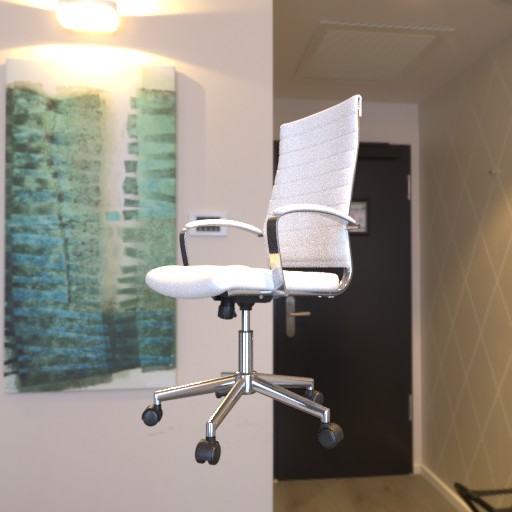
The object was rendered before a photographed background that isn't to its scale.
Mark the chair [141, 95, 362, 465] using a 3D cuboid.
[{"bbox_3d":[0.000,0.000,1.555,0.679,1.149,0.679,1,-2,-36],"label":"chair"}]
